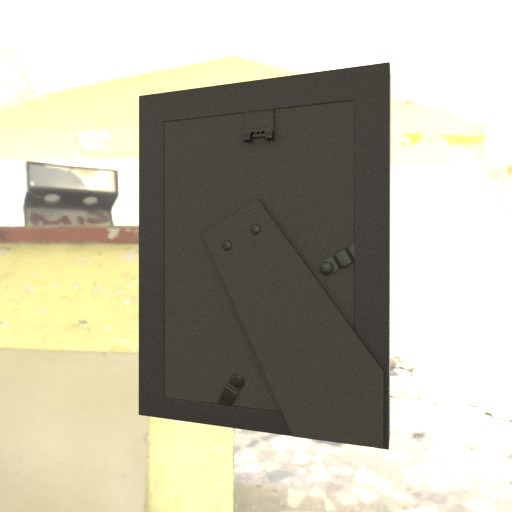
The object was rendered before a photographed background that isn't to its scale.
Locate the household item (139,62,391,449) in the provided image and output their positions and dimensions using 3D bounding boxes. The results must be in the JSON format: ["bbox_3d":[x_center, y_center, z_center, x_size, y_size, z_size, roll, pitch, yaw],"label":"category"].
[{"bbox_3d":[0.000,0.000,0.230,0.133,0.178,0.022,0,0,19],"label":"household item"}]
